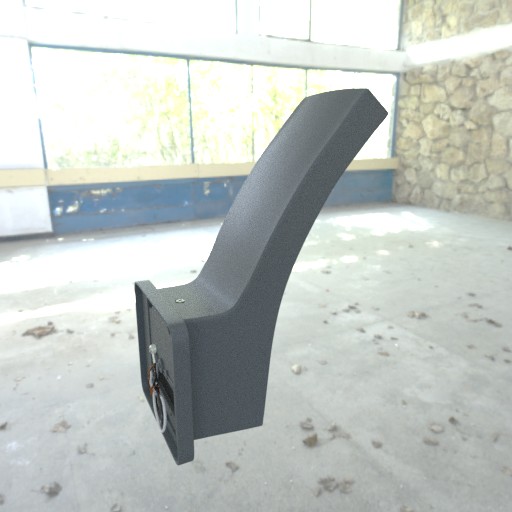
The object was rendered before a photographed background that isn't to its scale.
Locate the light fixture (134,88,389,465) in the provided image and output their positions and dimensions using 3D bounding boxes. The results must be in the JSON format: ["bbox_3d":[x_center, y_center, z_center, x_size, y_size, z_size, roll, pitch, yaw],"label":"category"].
[{"bbox_3d":[0.000,0.000,0.337,0.174,0.243,0.108,-7,17,-26],"label":"light fixture"}]
